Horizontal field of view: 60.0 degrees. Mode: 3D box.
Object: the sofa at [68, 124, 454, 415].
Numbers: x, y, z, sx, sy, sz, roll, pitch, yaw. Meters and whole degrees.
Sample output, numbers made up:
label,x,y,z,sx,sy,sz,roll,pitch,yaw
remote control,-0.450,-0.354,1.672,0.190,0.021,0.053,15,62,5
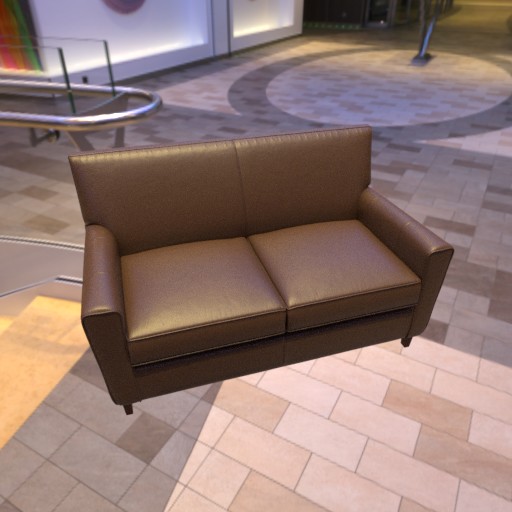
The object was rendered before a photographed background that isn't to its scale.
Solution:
label,x,y,z,sx,sy,sz,roll,pitch,yaw
sofa,0.000,0.000,2.026,1.468,0.859,0.853,-10,34,-14
